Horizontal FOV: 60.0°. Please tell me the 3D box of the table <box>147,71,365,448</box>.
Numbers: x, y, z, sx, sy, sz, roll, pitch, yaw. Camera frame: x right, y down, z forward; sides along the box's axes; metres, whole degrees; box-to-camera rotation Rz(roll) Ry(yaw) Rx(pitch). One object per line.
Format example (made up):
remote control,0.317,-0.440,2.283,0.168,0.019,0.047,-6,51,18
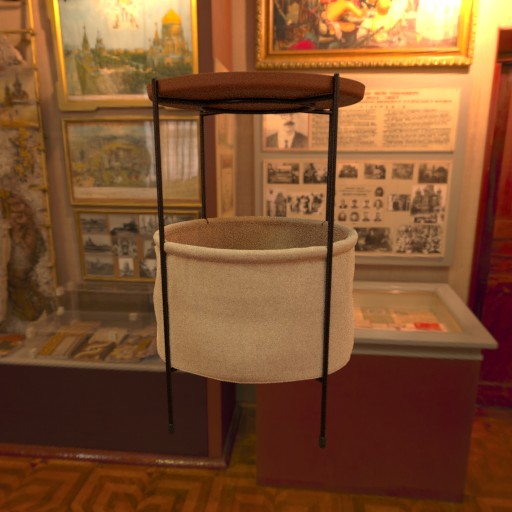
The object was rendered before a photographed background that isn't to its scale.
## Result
table,0.000,0.000,0.875,0.393,0.623,0.393,2,13,8
